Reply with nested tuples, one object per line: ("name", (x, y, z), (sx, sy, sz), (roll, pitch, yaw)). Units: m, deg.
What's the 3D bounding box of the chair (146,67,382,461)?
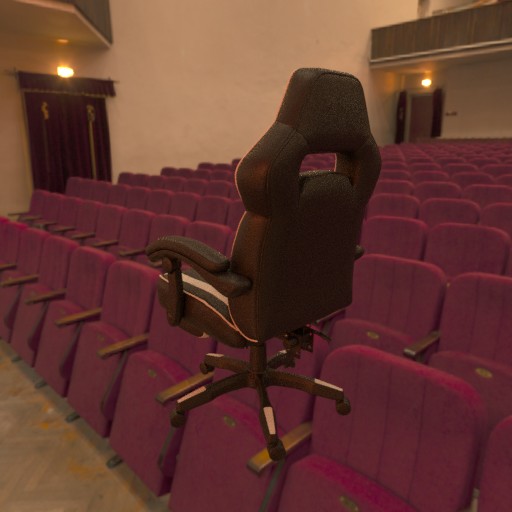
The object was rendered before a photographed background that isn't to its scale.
("chair", (0.000, 0.000, 1.610), (0.676, 1.200, 0.700), (-13, 19, -42))
